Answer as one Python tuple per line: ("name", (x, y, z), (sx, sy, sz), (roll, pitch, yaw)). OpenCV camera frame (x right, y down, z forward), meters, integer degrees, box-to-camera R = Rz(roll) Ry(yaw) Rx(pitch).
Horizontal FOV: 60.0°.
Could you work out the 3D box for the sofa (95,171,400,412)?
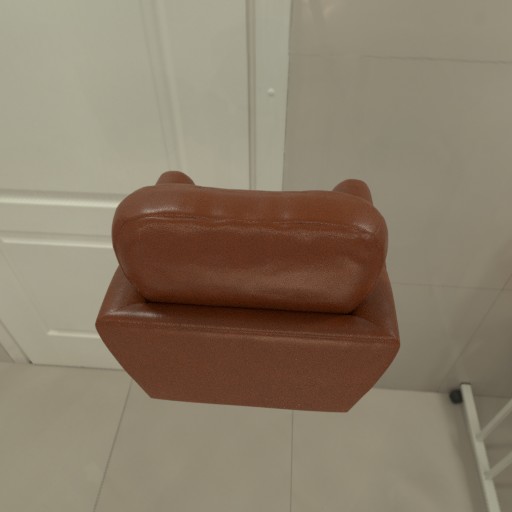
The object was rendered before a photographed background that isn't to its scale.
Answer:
("sofa", (0.000, 0.000, 1.513), (0.836, 0.876, 0.789), (3, 47, 3))
